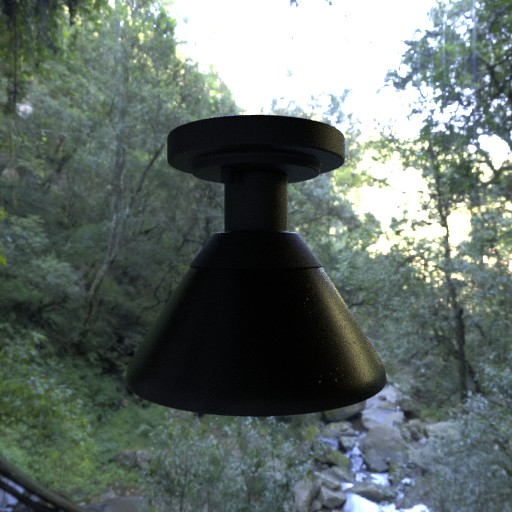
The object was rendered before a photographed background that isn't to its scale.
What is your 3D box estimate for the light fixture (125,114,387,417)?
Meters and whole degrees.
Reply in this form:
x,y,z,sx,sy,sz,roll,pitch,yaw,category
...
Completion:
x,y,z,sx,sy,sz,roll,pitch,yaw,category
0.000,0.000,0.354,0.200,0.183,0.200,0,0,0,light fixture
